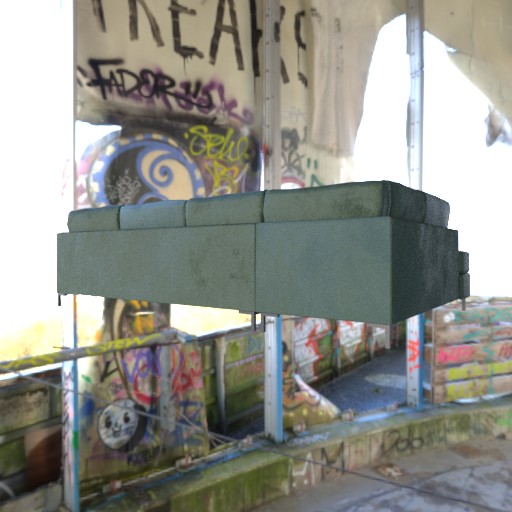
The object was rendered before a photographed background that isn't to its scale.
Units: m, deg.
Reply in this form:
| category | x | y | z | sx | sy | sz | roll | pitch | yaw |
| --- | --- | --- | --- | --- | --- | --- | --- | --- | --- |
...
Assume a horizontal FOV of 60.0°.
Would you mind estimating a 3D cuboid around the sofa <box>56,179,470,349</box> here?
| category | x | y | z | sx | sy | sz | roll | pitch | yaw |
| --- | --- | --- | --- | --- | --- | --- | --- | --- | --- |
| sofa | 0.000 | 0.000 | 4.208 | 3.384 | 0.996 | 2.048 | 0 | 0 | 36 |
